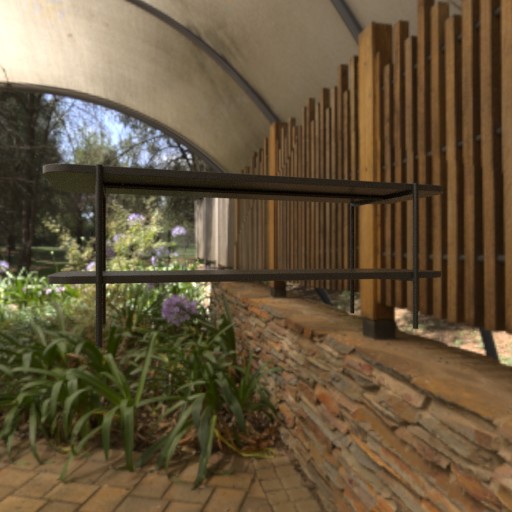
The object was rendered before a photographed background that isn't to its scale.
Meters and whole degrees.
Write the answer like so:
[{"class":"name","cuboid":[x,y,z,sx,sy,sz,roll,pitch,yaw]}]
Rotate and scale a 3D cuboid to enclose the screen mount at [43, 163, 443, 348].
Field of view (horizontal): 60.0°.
[{"class":"screen mount","cuboid":[0.000,0.000,1.409,1.200,0.447,0.400,0,0,-18]}]
